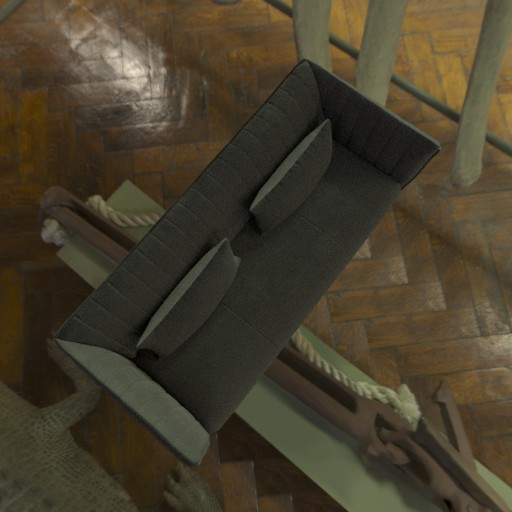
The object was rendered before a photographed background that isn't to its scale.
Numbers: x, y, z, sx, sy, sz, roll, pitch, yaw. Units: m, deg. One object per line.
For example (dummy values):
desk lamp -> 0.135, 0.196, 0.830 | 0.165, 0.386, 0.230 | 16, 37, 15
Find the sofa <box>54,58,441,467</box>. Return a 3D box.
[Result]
sofa -> 0.000, 0.000, 2.456 | 0.876, 0.780, 1.980 | 38, 79, 9
